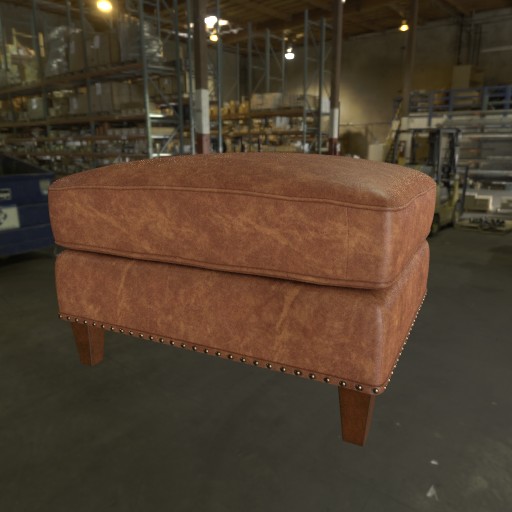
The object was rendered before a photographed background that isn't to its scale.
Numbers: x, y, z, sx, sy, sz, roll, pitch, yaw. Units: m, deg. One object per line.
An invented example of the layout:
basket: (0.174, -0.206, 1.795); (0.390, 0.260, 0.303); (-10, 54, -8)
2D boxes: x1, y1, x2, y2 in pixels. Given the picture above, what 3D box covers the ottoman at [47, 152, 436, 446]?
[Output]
ottoman: (0.000, 0.000, 1.068); (0.742, 0.486, 0.586); (7, 15, 26)
